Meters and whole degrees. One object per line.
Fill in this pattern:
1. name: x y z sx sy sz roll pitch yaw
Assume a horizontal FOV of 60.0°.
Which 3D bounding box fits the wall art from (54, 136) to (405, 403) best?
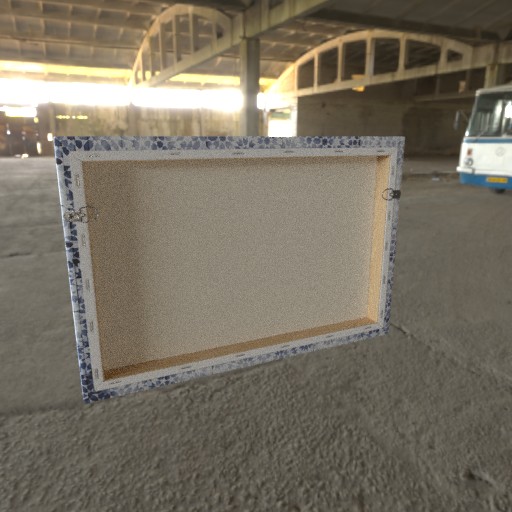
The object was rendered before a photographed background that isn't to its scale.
1. wall art: 0.000 0.000 1.168 0.911 0.608 0.057 -7 16 -24
